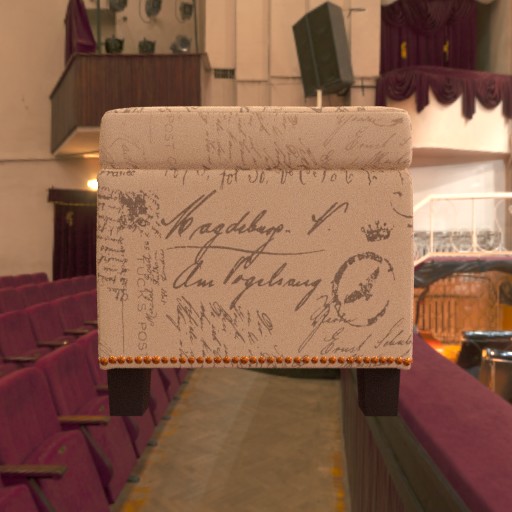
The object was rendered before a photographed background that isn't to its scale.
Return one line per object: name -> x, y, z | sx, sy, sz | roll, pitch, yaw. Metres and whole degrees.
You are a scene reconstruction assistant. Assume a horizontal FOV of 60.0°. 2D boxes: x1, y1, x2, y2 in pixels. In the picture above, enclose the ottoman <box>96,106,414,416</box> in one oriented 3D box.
ottoman -> 0.000, 0.000, 0.831 | 0.450, 0.457, 0.449 | 0, 1, 0
